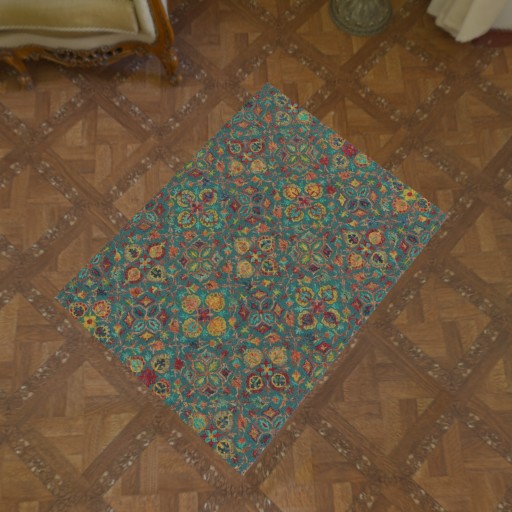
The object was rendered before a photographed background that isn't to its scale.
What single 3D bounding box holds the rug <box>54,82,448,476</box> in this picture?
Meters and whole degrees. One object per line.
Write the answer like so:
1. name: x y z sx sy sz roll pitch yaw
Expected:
1. rug: 0.000 0.000 4.412 2.434 0.025 3.204 40 78 10
